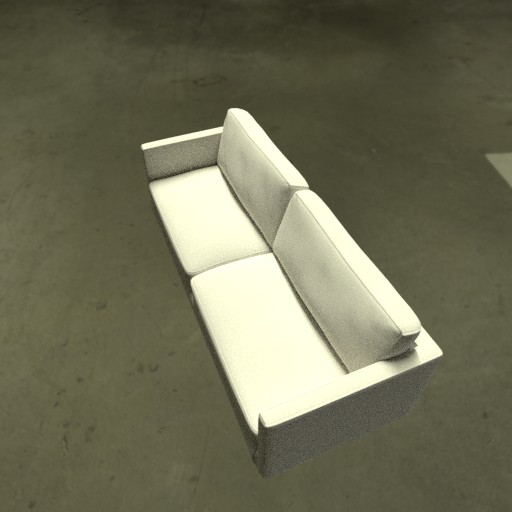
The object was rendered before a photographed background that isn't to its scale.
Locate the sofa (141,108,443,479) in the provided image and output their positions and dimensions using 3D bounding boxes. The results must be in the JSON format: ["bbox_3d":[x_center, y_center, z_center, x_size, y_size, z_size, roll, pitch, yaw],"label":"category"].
[{"bbox_3d":[0.000,0.000,2.878,0.951,0.962,2.361,-17,48,-16],"label":"sofa"}]
